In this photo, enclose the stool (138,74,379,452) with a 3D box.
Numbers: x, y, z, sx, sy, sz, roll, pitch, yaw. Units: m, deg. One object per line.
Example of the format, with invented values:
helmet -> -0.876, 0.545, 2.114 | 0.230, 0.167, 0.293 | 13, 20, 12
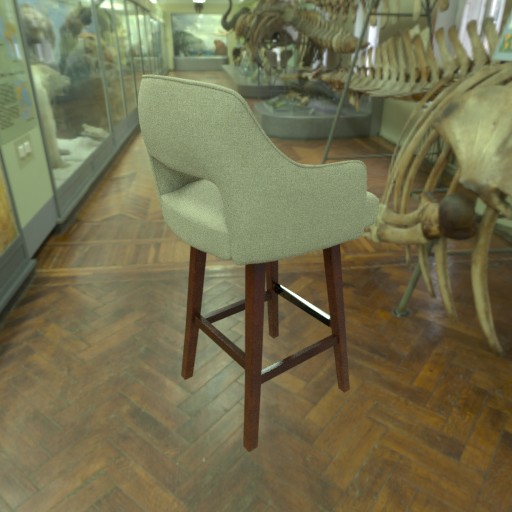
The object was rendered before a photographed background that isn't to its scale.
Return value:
stool -> 0.000, 0.000, 1.351 | 0.560, 1.041, 0.550 | -18, 31, -33
